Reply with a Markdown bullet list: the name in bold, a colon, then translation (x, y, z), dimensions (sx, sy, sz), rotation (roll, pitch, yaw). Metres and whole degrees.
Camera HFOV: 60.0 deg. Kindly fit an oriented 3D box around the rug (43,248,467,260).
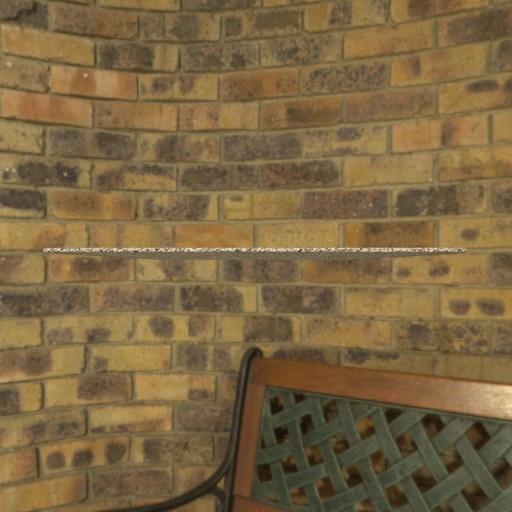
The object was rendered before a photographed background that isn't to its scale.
- **rug**: translation (0.000, 0.000, 4.045), dimensions (2.438, 0.029, 3.047), rotation (0, -1, 0)
